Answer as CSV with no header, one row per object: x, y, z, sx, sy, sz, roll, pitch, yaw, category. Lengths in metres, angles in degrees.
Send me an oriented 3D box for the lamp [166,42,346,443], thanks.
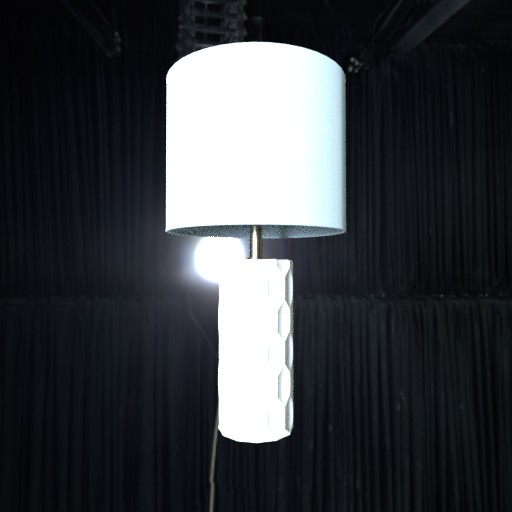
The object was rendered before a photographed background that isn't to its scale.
0.000,0.000,0.691,0.277,0.534,0.277,0,-1,-17,lamp
